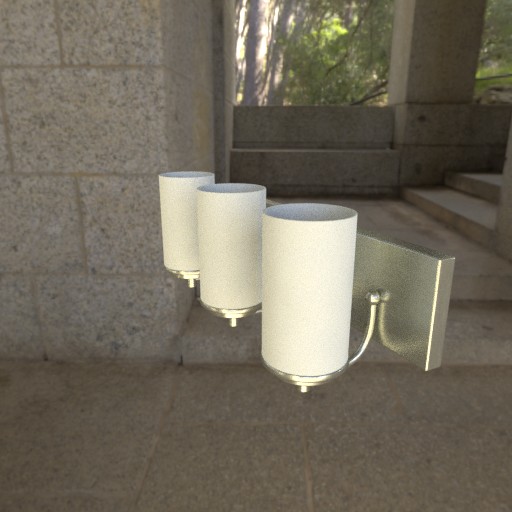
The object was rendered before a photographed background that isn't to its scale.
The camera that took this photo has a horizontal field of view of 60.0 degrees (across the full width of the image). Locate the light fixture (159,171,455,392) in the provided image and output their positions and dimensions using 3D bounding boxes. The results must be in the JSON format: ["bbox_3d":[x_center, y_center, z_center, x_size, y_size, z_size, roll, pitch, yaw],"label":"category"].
[{"bbox_3d":[0.000,0.000,0.547,0.145,0.172,0.451,-9,19,-26],"label":"light fixture"}]
